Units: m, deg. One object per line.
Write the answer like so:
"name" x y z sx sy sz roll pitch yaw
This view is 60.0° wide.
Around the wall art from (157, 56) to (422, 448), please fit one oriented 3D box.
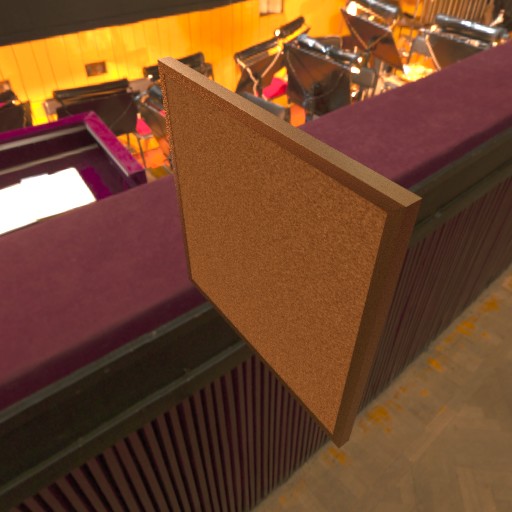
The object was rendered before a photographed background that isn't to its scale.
"wall art" 0.000 0.000 1.124 0.036 0.765 0.767 -26 48 -26
